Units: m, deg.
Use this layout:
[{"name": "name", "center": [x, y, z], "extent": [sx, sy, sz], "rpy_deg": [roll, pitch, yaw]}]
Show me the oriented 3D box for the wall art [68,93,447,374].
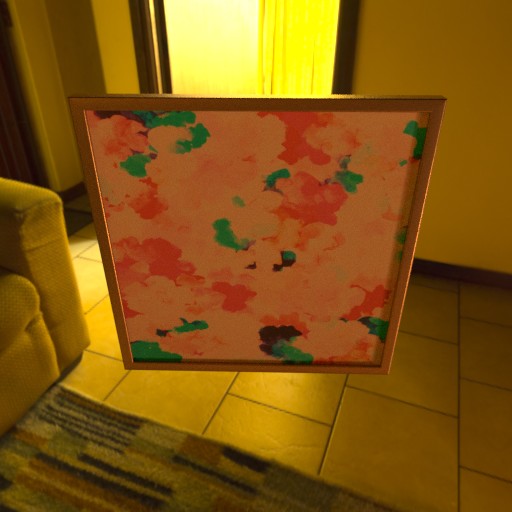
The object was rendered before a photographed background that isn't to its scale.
[{"name": "wall art", "center": [0.000, 0.000, 1.106], "extent": [0.767, 0.765, 0.036], "rpy_deg": [1, 31, 1]}]
